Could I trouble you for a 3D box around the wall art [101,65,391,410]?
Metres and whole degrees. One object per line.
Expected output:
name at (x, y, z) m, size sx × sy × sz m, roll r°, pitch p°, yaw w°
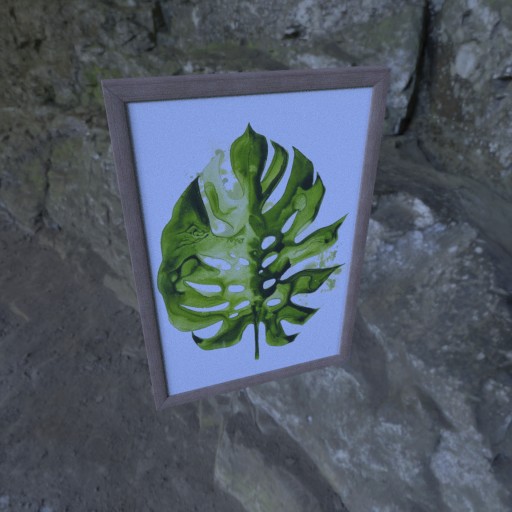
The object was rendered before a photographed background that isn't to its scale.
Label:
wall art at (0.000, 0.000, 0.661) m, size 0.356 × 0.509 × 0.031 m, roll -10°, pitch 32°, yaw -16°
